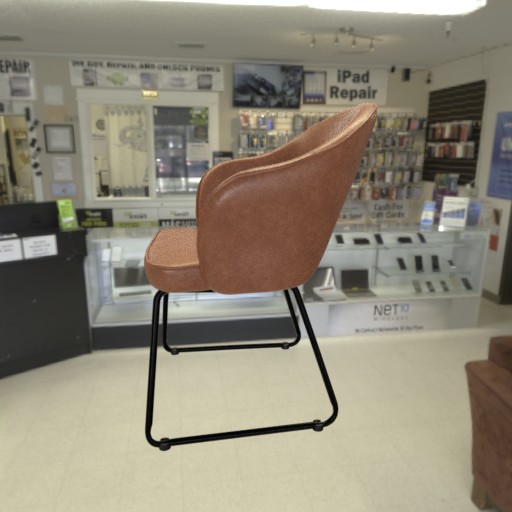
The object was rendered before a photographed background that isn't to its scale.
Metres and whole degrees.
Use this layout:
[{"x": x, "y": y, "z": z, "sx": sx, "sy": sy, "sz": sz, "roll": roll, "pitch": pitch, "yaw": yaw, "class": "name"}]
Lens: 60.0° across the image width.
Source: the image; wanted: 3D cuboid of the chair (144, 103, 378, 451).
[{"x": 0.000, "y": 0.000, "z": 1.200, "sx": 0.580, "sy": 0.785, "sz": 0.582, "roll": -2, "pitch": 14, "yaw": -7, "class": "chair"}]
